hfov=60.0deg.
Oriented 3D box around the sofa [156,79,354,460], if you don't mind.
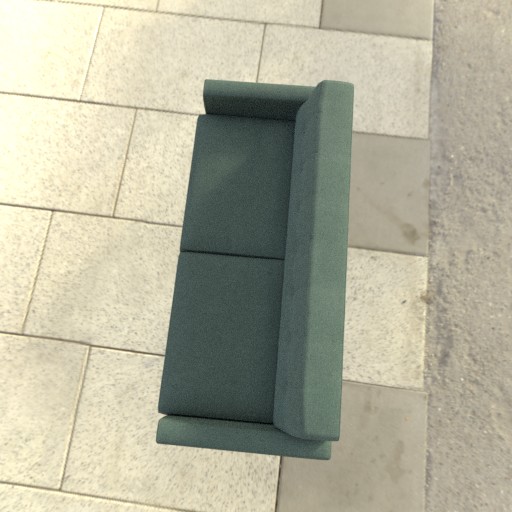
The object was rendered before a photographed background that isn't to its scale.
[{"bbox_3d":[0.000,0.000,2.519,0.909,0.841,2.029,5,76,1],"label":"sofa"}]
